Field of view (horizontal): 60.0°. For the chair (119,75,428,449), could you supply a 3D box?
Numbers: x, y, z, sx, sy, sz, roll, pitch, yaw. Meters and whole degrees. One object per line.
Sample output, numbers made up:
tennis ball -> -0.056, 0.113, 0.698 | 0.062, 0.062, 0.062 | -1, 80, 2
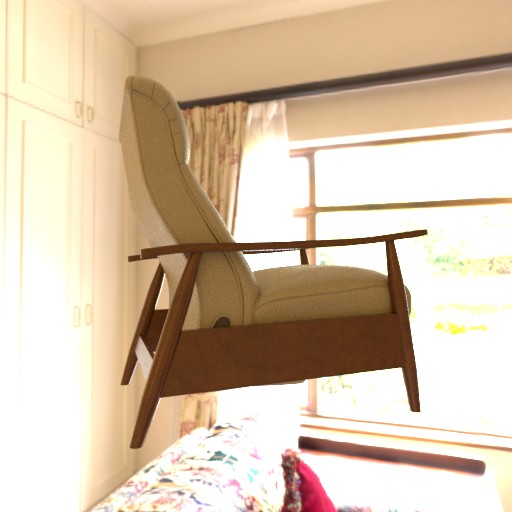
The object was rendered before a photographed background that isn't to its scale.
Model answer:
chair -> 0.000, 0.000, 1.727 | 1.014, 1.082, 0.762 | 1, -2, -19
